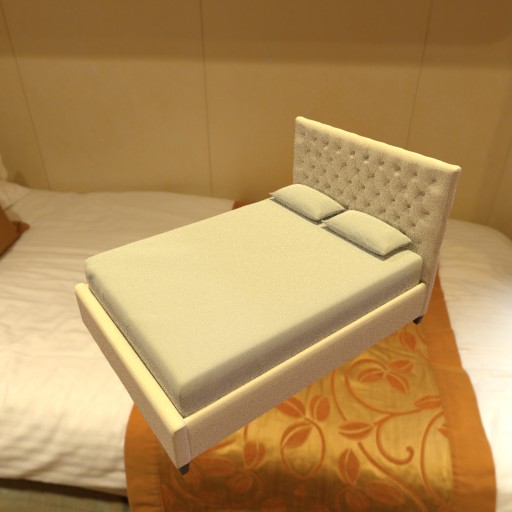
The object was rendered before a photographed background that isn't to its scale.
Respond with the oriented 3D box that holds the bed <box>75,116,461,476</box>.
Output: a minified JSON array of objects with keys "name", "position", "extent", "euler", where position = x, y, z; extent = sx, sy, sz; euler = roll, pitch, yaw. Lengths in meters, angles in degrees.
[{"name":"bed","position":[0.000,0.000,3.418],"extent":[2.387,1.427,1.698],"euler":[-22,38,-31]}]
